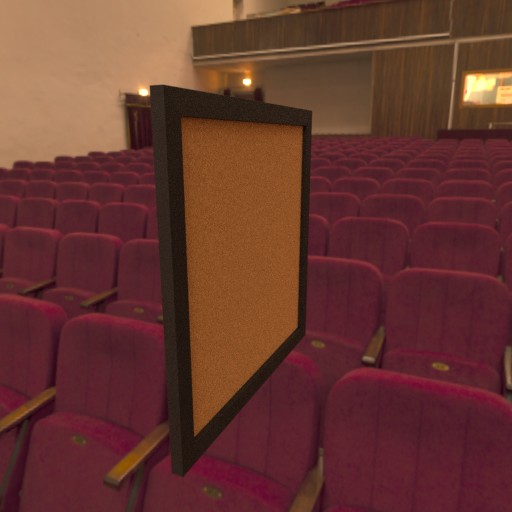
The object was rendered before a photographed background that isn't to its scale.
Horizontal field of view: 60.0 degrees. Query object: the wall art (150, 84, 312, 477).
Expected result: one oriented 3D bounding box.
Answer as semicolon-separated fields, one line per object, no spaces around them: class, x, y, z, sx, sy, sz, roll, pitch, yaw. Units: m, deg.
wall art;0.000;0.000;1.543;0.038;1.016;1.016;7;16;25
